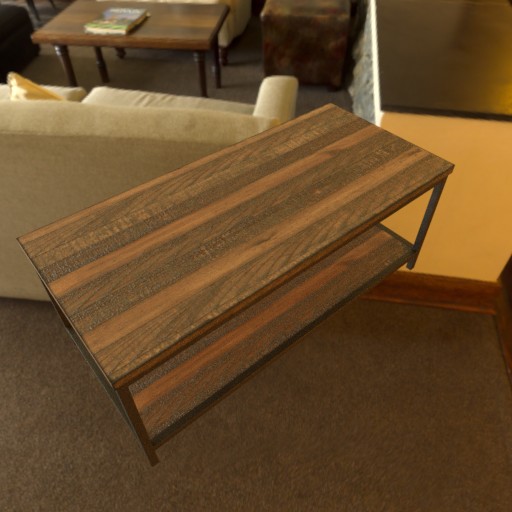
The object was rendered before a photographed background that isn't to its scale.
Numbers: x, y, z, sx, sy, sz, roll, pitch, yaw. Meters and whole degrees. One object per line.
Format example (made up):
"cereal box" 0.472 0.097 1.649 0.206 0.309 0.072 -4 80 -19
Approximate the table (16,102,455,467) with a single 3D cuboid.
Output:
"table" 0.000 0.000 1.211 0.990 0.399 0.452 -31 53 -27
